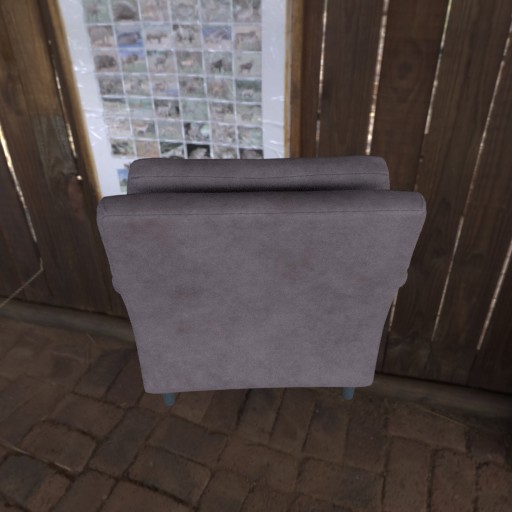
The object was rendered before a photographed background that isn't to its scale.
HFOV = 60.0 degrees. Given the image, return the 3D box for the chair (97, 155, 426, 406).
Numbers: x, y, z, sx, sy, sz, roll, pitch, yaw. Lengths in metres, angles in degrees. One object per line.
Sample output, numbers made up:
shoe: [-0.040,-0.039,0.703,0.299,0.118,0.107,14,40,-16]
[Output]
chair: [0.000,0.000,1.826,0.955,0.997,1.070,-1,30,-2]
